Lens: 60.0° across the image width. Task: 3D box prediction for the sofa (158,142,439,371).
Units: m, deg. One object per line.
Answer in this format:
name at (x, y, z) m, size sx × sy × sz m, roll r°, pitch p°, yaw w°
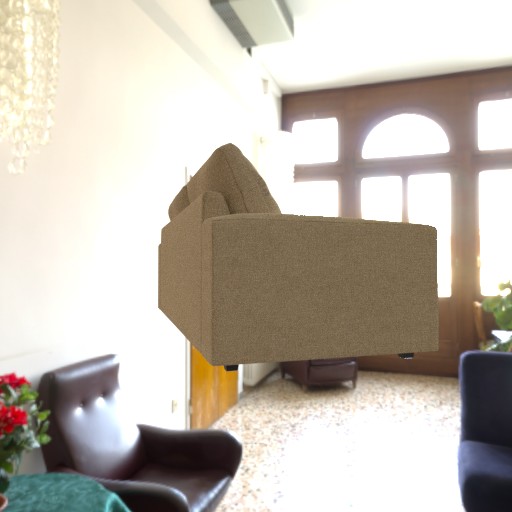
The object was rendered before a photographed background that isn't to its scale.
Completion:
sofa at (0.000, 0.000, 2.833) m, size 1.040 × 0.922 × 2.299 m, roll 0°, pitch -1°, yaw -17°
